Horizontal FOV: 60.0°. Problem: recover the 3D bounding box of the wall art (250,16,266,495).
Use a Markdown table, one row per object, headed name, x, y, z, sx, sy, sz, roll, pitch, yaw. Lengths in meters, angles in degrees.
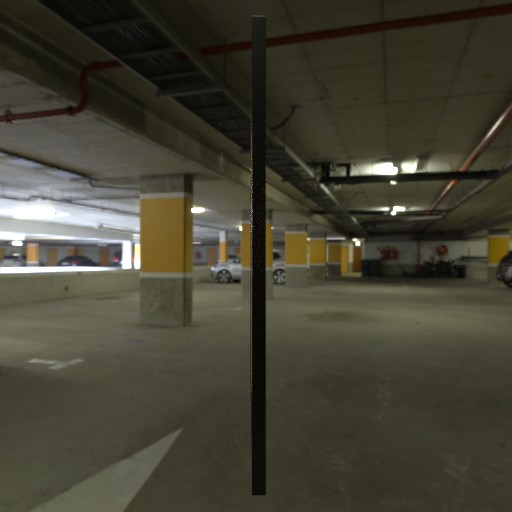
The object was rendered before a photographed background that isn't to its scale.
| name | x | y | z | sx | sy | sz | roll | pitch | yaw |
| --- | --- | --- | --- | --- | --- | --- | --- | --- | --- |
| wall art | 0.000 | 0.000 | 0.551 | 0.013 | 0.432 | 0.304 | 0 | -1 | -1 |
